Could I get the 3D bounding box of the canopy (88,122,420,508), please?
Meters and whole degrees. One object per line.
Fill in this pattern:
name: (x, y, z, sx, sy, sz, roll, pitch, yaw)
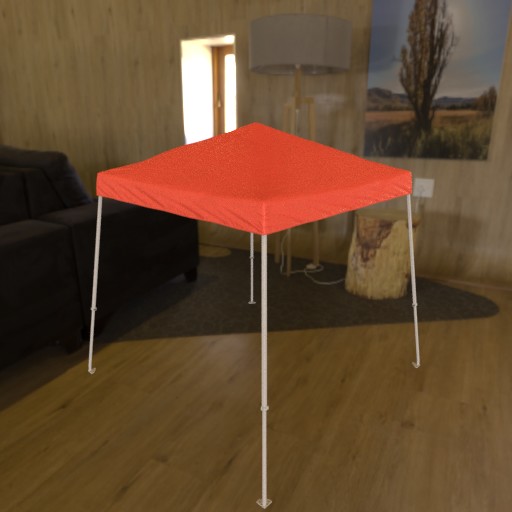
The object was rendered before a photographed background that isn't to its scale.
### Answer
canopy: (0.000, 0.000, 4.940, 2.850, 2.850, 2.849, 16, 24, 41)
